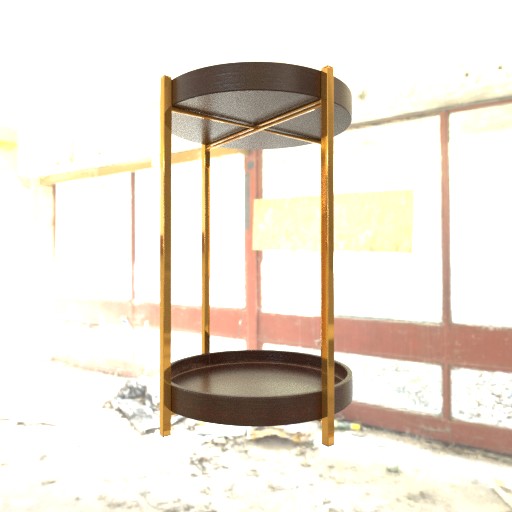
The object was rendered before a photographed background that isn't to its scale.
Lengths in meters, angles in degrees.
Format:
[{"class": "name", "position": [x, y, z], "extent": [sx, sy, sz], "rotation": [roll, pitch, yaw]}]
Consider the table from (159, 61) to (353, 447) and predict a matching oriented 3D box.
[{"class": "table", "position": [0.000, 0.000, 0.870], "extent": [0.400, 0.610, 0.400], "rotation": [0, -1, -37]}]
